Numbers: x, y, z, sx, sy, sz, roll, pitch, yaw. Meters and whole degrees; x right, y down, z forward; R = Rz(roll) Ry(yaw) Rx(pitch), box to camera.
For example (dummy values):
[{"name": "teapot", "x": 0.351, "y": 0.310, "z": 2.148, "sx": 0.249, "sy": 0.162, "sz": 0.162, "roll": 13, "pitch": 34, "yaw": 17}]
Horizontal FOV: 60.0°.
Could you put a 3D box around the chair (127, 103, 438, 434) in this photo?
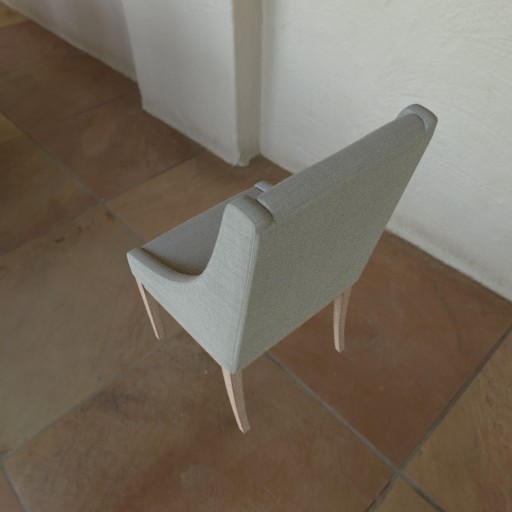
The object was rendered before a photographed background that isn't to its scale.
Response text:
[{"name": "chair", "x": 0.000, "y": 0.000, "z": 1.352, "sx": 0.575, "sy": 1.021, "sz": 0.611, "roll": -32, "pitch": 55, "yaw": -26}]
